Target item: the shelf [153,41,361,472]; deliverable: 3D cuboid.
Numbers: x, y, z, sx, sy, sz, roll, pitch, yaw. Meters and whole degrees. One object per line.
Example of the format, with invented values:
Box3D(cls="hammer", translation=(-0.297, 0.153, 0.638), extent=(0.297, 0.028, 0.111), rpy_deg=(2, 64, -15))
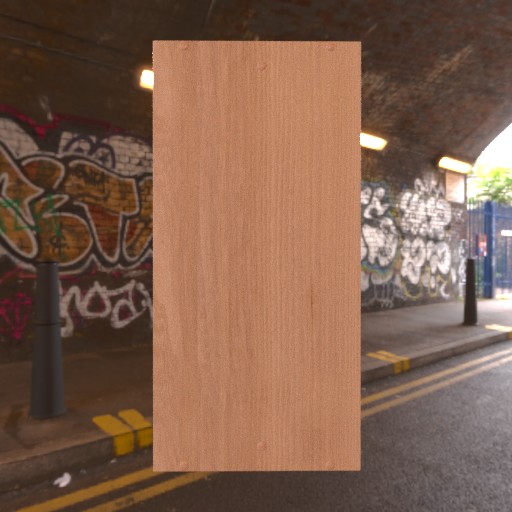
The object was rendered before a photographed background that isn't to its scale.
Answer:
Box3D(cls="shelf", translation=(0.000, 0.000, 0.792), extent=(0.290, 0.600, 0.350), rpy_deg=(0, 0, -1))
